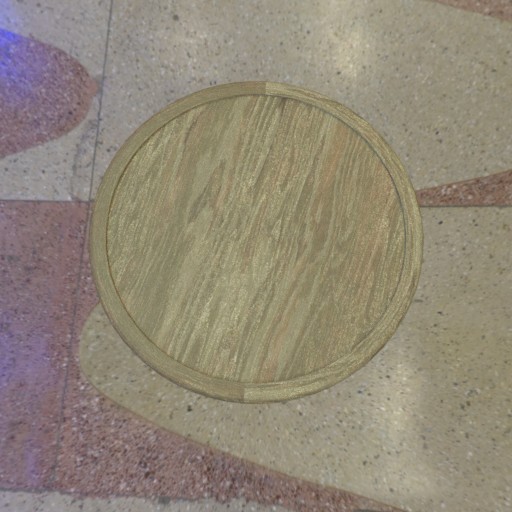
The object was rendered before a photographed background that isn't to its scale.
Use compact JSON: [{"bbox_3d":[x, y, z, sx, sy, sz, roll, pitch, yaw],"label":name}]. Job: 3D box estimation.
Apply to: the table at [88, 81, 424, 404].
[{"bbox_3d":[0.000,0.000,1.015,0.607,0.450,0.607,0,77,0],"label":"table"}]
